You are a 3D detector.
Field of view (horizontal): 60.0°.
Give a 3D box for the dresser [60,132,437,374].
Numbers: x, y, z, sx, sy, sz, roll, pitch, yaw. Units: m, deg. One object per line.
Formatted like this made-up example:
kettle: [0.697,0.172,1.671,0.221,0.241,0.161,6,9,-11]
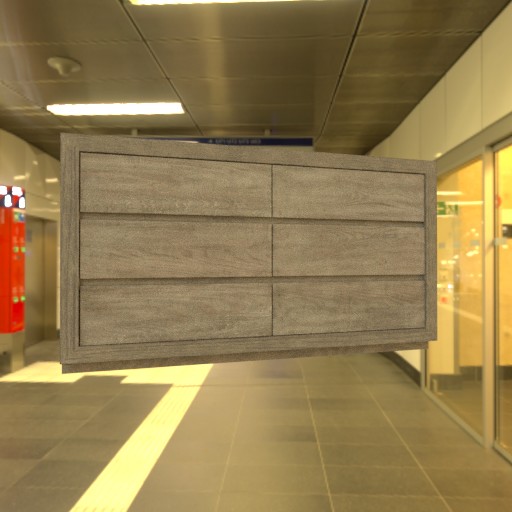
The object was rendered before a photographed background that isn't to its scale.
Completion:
dresser: [0.000,0.000,2.069,1.628,0.889,0.483,0,0,-17]
